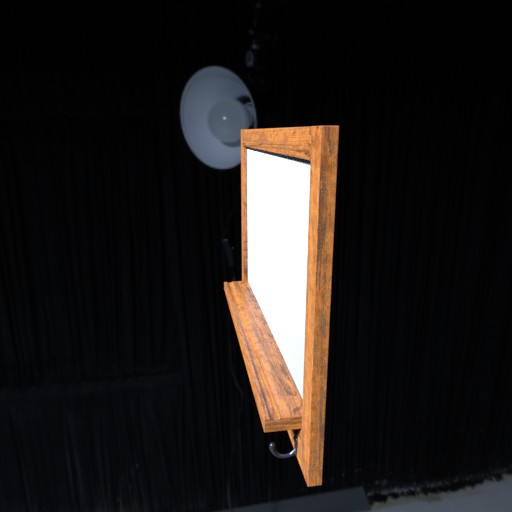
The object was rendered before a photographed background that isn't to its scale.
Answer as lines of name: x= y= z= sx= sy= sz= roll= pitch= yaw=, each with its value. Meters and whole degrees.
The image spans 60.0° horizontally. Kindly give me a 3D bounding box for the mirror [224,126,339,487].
mirror: x=0.000 y=0.000 z=0.970 sx=0.084 sy=0.537 sz=0.758 roll=-3 pitch=16 yaw=-9
